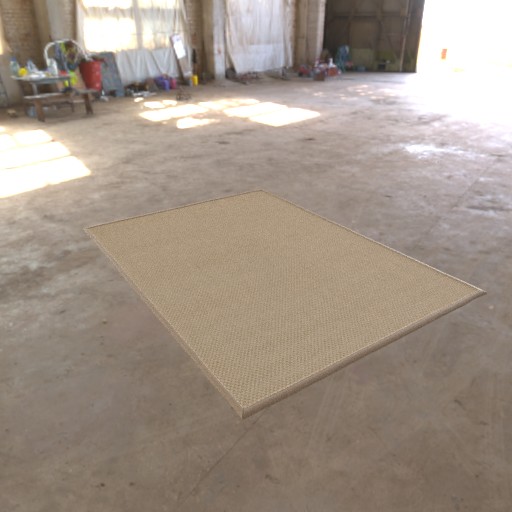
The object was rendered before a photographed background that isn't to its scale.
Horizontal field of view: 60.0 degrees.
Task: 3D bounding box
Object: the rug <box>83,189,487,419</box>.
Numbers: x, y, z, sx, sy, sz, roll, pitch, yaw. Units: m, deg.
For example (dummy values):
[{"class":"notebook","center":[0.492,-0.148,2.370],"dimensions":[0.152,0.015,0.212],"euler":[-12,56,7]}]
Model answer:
[{"class":"rug","center":[0.000,0.000,2.706],"dimensions":[1.525,0.020,2.081],"euler":[-17,31,-30]}]
